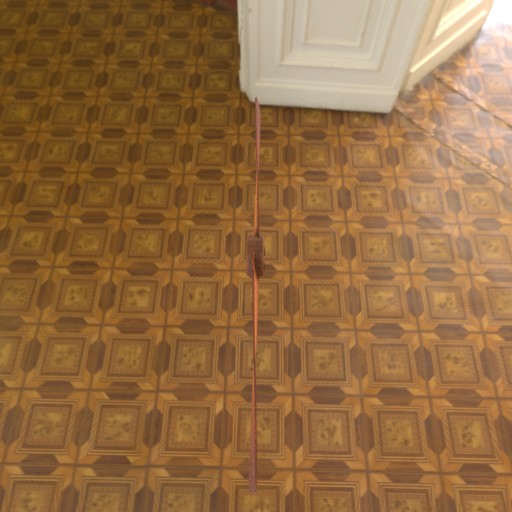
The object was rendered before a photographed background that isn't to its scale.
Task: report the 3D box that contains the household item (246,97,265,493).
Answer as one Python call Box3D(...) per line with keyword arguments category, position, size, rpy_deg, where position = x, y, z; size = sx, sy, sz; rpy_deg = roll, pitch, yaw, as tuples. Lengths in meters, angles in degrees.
Box3D(category="household item", position=(0.000, 0.000, 1.249), size=(0.051, 0.121, 1.181), rpy_deg=(1, 63, 0))
